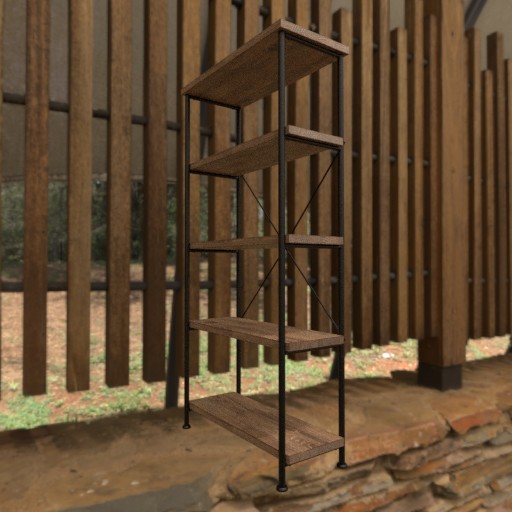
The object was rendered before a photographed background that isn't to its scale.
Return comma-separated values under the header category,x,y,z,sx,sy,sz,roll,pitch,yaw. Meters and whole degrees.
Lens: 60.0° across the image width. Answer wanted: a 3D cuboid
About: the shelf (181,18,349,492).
category,x,y,z,sx,sy,sz,roll,pitch,yaw
shelf,0.000,0.000,2.012,0.360,1.700,0.800,1,-1,-36
